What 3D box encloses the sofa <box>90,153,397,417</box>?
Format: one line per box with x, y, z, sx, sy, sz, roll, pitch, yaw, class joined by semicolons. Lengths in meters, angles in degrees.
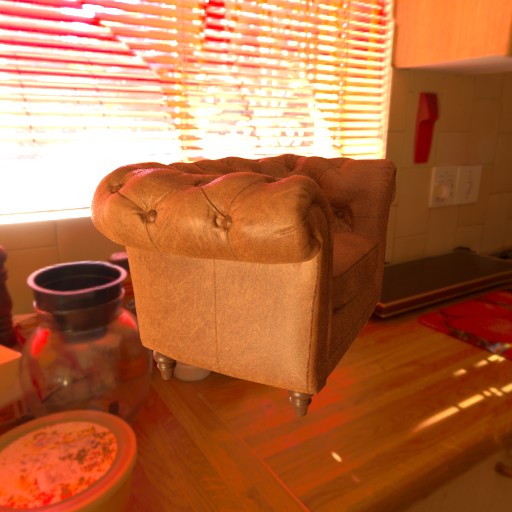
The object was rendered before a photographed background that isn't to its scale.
0.000;0.000;2.047;1.033;0.878;1.405;8;17;27;sofa
